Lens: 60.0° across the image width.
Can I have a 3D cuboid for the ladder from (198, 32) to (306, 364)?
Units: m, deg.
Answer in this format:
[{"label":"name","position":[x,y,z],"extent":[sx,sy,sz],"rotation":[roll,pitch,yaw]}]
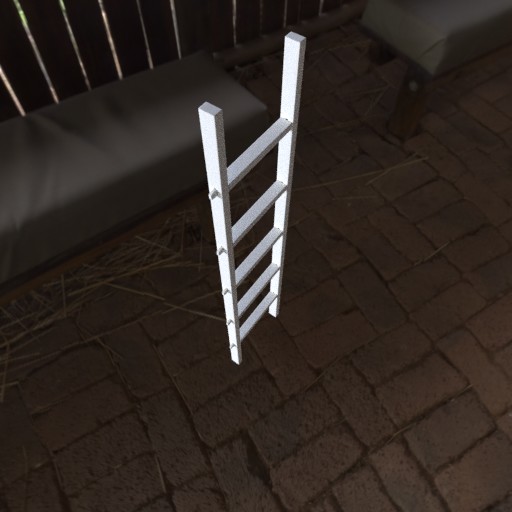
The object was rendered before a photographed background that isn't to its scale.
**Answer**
[{"label":"ladder","position":[0.000,0.000,1.908],"extent":[0.051,1.797,0.452],"rotation":[32,63,19]}]
